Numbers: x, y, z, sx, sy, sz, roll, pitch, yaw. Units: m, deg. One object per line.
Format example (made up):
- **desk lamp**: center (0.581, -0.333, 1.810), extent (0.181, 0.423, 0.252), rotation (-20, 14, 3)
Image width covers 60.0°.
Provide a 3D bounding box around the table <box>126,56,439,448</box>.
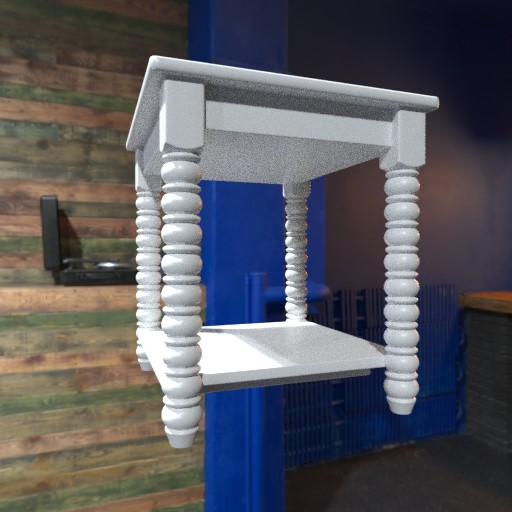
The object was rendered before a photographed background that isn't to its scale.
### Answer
- **table**: center (0.000, 0.000, 0.946), extent (0.500, 0.563, 0.533), rotation (0, 1, -20)
